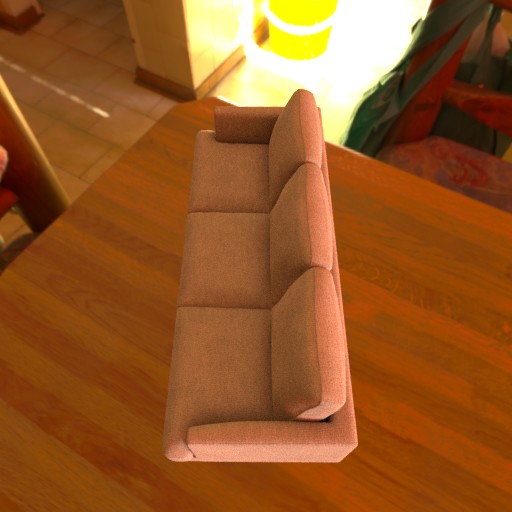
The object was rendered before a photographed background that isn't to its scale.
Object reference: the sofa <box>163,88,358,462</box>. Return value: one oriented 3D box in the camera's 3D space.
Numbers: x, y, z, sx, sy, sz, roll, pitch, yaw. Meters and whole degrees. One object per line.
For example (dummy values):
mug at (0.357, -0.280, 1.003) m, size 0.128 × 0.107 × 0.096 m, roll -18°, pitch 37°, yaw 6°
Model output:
sofa at (0.000, 0.000, 2.683) m, size 0.903 × 0.930 × 2.246 m, roll 0°, pitch 58°, yaw 0°
